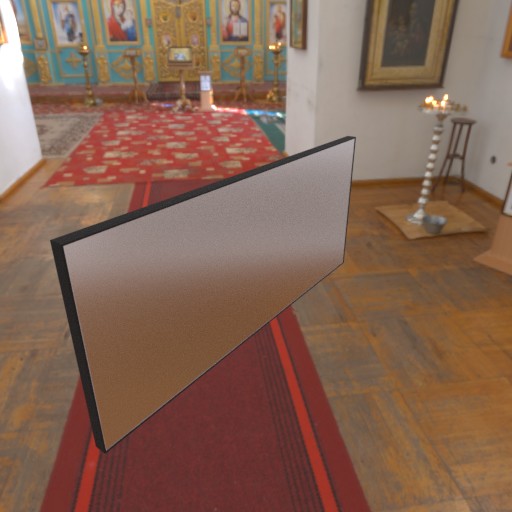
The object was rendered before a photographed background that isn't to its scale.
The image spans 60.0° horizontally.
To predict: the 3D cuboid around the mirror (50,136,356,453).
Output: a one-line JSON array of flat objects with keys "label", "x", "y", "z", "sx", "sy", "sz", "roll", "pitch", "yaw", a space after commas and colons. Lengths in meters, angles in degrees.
[{"label": "mirror", "x": 0.000, "y": 0.000, "z": 1.763, "sx": 0.047, "sy": 0.692, "sz": 1.584, "roll": 18, "pitch": 31, "yaw": 32}]
